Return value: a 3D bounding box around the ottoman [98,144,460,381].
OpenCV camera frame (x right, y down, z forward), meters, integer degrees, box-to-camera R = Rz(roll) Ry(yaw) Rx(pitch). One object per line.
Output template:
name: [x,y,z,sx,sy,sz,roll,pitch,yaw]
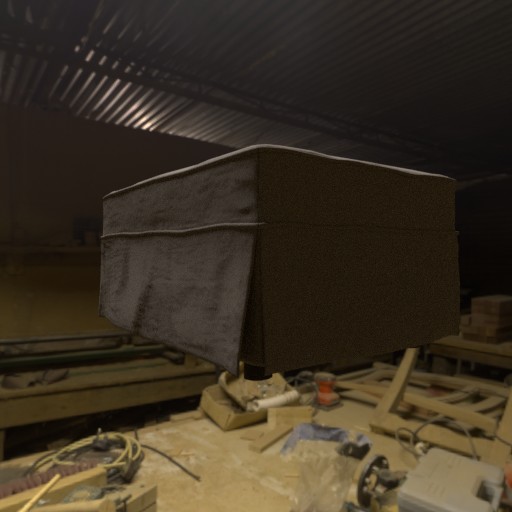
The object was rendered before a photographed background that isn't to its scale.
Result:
ottoman: [0.000,0.000,1.305,0.703,0.479,0.944,0,1,-36]
